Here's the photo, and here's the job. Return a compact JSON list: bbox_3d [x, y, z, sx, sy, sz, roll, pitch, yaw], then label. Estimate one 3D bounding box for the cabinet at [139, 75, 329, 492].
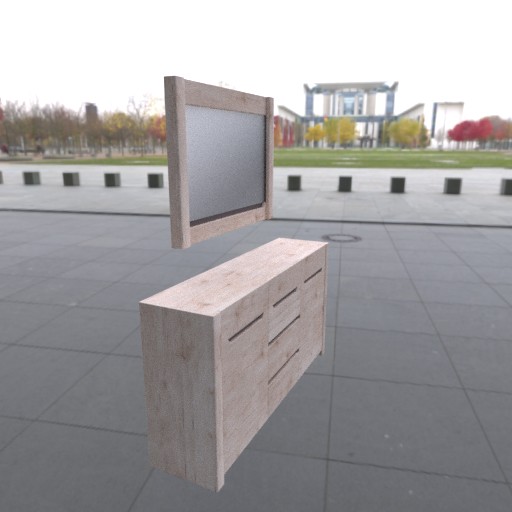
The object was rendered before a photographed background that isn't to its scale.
[{"bbox_3d":[0.000,0.000,2.766,0.420,1.981,1.700,7,16,25],"label":"cabinet"}]
